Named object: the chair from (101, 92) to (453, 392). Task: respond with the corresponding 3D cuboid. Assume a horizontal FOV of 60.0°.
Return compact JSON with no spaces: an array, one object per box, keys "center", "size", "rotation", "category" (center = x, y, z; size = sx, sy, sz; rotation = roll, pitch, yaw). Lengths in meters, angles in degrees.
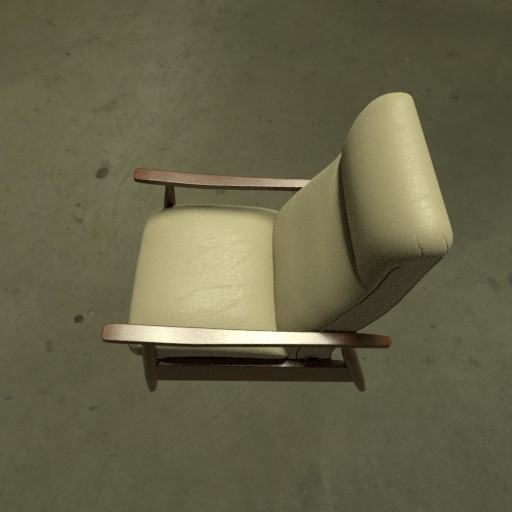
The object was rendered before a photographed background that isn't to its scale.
[{"center":[0.000,0.000,1.715],"size":[1.014,1.082,0.762],"rotation":[0,57,0],"category":"chair"}]
